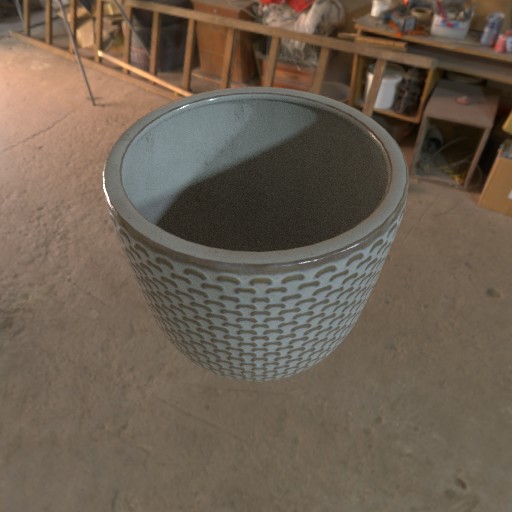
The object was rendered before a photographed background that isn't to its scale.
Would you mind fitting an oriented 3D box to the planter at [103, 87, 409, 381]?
[{"bbox_3d":[0.000,0.000,0.356,0.197,0.191,0.197,0,47,0],"label":"planter"}]
